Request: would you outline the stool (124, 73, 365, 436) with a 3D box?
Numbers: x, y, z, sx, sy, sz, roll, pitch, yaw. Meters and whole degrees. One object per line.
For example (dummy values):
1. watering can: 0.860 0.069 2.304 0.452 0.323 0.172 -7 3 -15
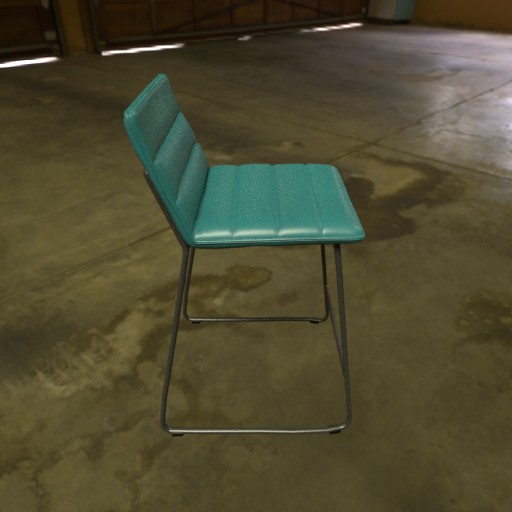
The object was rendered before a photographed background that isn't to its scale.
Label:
1. stool: 0.000 0.000 1.191 0.524 0.866 0.489 0 33 0
